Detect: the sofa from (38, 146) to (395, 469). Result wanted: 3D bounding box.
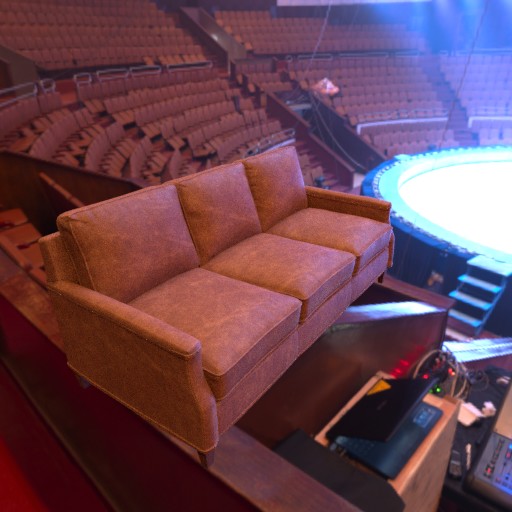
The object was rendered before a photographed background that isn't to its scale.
[{"bbox_3d":[0.000,0.000,2.795,1.084,1.003,2.246,17,30,32],"label":"sofa"}]
